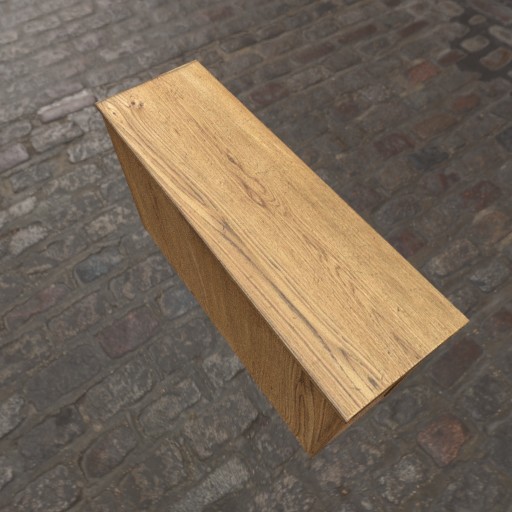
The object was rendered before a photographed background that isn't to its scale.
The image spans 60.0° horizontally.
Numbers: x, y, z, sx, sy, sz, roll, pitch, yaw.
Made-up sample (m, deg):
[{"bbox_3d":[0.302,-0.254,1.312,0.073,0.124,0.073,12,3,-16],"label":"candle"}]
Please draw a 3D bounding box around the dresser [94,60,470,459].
[{"bbox_3d":[0.000,0.000,2.086,0.563,0.932,1.657,-32,64,-18],"label":"dresser"}]
